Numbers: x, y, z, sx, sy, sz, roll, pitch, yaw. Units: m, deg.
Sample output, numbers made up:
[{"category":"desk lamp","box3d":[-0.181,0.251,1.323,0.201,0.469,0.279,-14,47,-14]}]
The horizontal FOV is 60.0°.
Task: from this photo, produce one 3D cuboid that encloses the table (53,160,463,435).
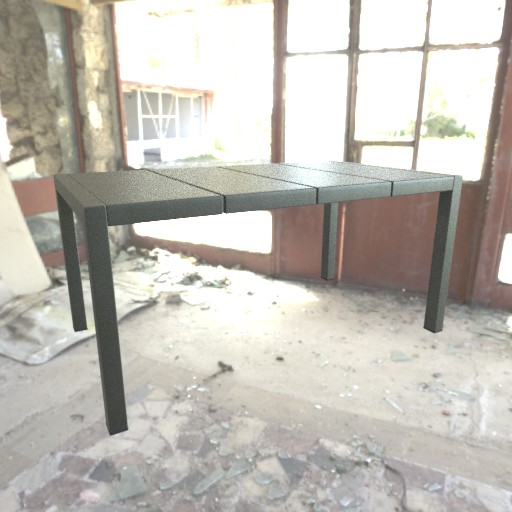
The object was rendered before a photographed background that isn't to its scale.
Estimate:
[{"category":"table","box3d":[0.000,0.000,1.269,0.965,0.460,0.559,-9,19,-27]}]
